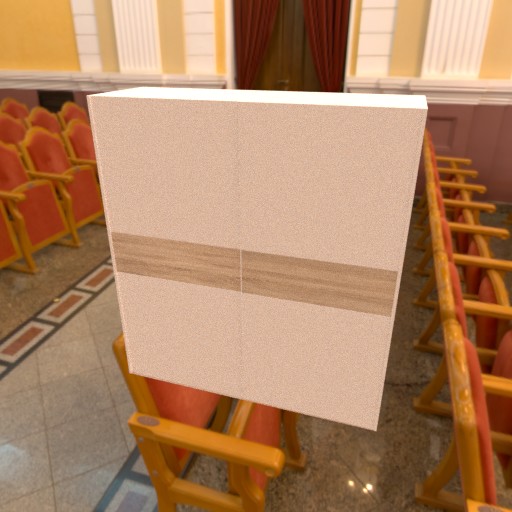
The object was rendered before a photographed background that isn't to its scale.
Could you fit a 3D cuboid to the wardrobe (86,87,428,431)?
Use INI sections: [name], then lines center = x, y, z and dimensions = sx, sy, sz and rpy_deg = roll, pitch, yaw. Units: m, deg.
[wardrobe]
center = 0.000, 0.000, 2.955
dimensions = 1.830, 2.020, 0.600
rpy_deg = 8, 27, 16
